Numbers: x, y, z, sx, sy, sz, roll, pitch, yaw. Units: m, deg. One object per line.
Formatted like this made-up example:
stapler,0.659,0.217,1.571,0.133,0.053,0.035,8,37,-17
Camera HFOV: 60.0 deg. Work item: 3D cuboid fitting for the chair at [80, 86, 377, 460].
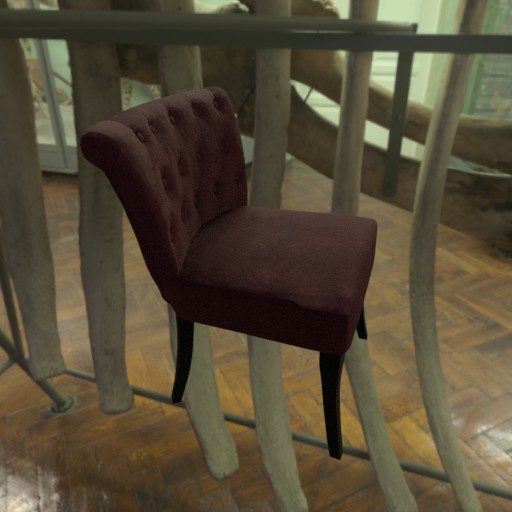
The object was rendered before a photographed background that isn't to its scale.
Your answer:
chair,0.000,0.000,1.160,0.605,0.750,0.582,10,31,17
